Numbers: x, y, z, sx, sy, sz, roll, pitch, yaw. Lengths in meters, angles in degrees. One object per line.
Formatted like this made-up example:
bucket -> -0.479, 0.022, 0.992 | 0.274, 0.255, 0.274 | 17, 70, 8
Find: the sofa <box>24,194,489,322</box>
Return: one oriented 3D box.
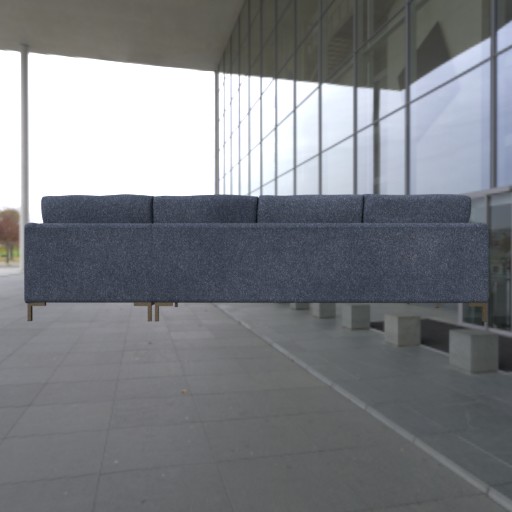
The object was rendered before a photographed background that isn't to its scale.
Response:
sofa -> 0.000, 0.000, 3.397 | 2.932, 0.810, 1.350 | 0, 0, 1
